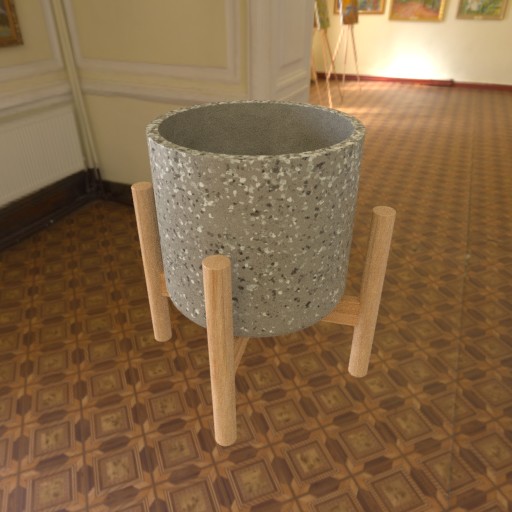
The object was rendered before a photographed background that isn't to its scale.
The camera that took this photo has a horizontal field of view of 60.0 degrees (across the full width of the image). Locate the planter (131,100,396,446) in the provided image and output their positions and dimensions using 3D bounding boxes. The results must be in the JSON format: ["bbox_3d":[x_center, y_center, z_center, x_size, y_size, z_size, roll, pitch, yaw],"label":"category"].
[{"bbox_3d":[0.000,0.000,0.541,0.284,0.320,0.284,21,37,31],"label":"planter"}]
